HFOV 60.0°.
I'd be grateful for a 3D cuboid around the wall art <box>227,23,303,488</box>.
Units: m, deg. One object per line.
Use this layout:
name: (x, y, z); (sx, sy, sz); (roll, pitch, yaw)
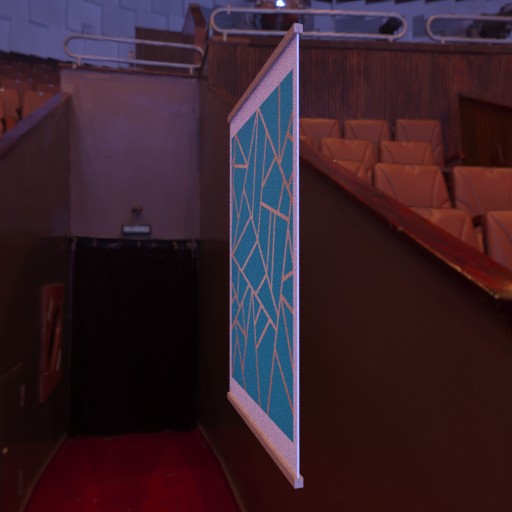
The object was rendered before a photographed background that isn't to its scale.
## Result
wall art: (0.000, 0.000, 1.926); (0.030, 1.519, 0.990); (0, -1, -16)
